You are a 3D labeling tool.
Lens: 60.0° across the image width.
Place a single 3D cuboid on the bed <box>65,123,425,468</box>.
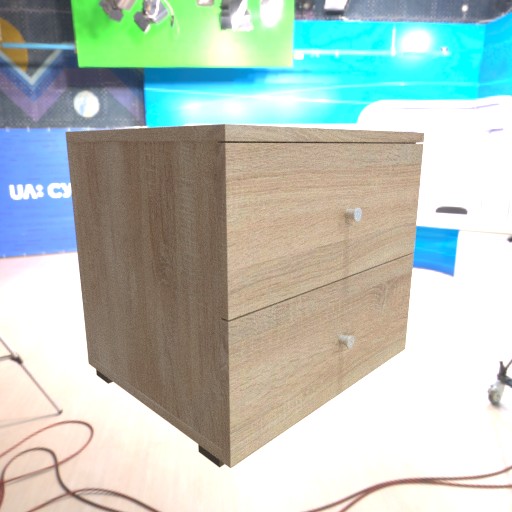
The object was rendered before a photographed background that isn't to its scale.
[{"bbox_3d":[0.000,0.000,0.779,0.401,0.420,0.460,13,19,43],"label":"bed"}]
